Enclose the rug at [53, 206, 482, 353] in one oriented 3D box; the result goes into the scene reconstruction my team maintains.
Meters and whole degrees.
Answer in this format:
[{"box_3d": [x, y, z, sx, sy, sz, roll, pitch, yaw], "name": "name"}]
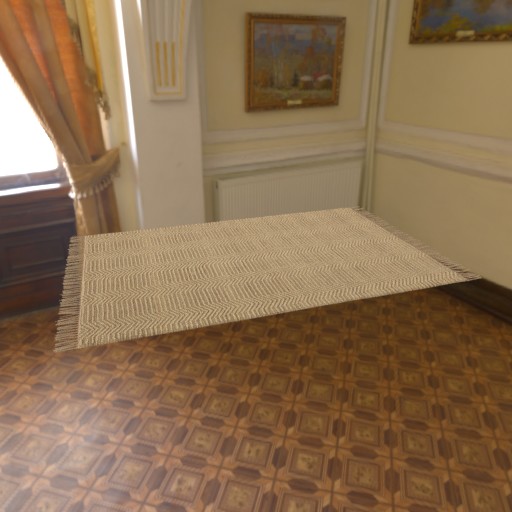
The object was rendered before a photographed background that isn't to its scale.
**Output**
[{"box_3d": [0.000, 0.000, 3.093, 2.523, 0.034, 1.528, -8, 25, -16], "name": "rug"}]
